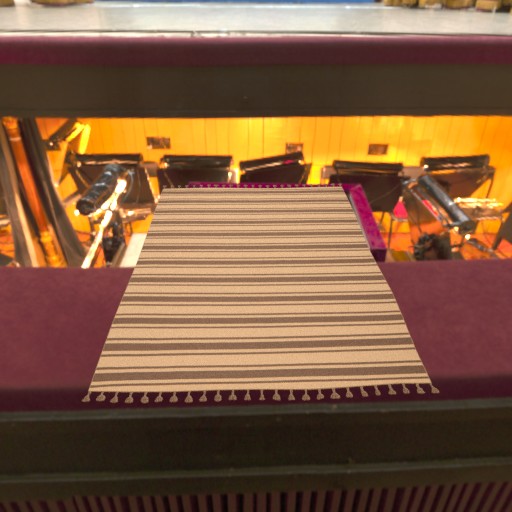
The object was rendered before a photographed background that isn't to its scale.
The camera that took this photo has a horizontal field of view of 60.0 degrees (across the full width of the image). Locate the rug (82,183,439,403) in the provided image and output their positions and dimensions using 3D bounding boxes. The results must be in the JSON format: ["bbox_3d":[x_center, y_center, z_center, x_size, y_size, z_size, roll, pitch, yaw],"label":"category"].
[{"bbox_3d":[0.000,0.000,3.769,2.030,0.017,3.040,-1,32,-1],"label":"rug"}]
